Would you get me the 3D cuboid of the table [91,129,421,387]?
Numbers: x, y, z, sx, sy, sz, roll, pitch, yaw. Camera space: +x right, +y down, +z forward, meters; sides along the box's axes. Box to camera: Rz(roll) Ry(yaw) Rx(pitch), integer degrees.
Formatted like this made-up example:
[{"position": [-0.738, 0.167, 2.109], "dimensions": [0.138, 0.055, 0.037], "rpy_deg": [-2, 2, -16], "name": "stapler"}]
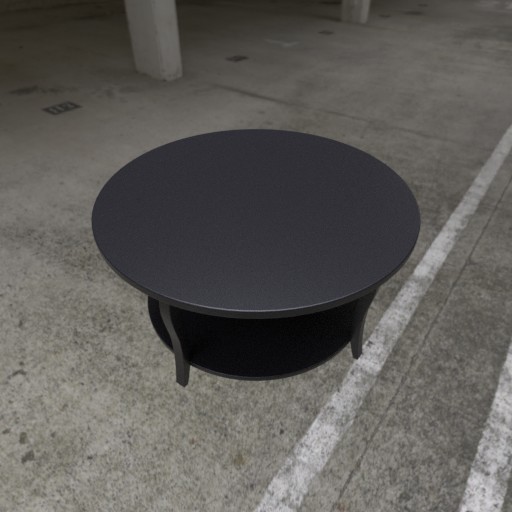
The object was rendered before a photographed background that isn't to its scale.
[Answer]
[{"position": [0.000, 0.000, 1.424], "dimensions": [0.914, 0.457, 0.914], "rpy_deg": [0, 40, 0], "name": "table"}]
